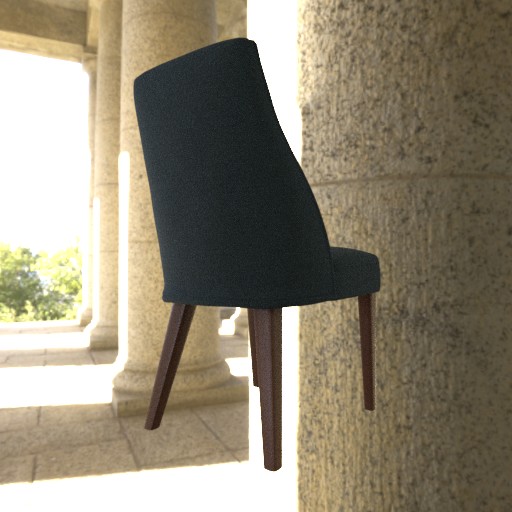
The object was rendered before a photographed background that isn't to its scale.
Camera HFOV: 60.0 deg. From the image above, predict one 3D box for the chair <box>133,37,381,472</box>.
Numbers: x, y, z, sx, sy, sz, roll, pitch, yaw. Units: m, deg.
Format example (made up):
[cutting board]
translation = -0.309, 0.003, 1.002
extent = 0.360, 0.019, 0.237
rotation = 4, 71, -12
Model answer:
[chair]
translation = 0.000, 0.000, 1.245
extent = 0.500, 0.930, 0.620
rotation = -1, -1, 37
